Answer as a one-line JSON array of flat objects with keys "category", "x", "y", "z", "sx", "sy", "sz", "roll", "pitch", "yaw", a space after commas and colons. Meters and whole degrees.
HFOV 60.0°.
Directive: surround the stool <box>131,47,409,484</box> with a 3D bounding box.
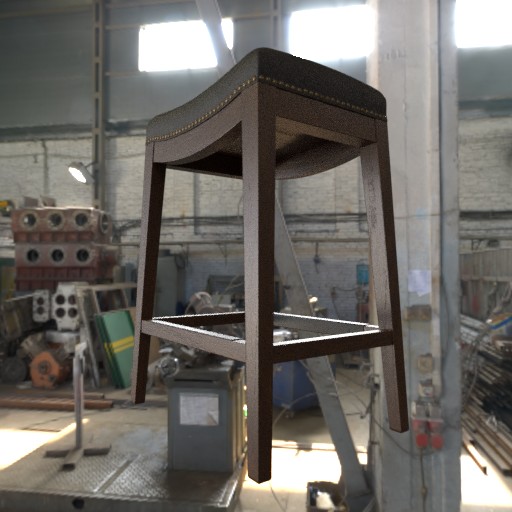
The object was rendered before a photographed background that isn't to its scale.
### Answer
[{"category": "stool", "x": 0.000, "y": 0.000, "z": 0.934, "sx": 0.353, "sy": 0.664, "sz": 0.490, "roll": 1, "pitch": -2, "yaw": -36}]
